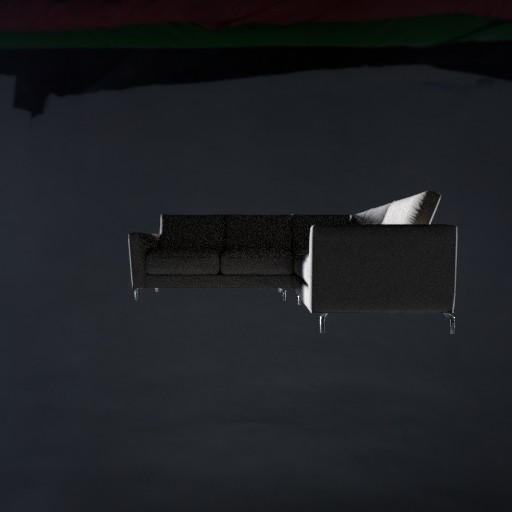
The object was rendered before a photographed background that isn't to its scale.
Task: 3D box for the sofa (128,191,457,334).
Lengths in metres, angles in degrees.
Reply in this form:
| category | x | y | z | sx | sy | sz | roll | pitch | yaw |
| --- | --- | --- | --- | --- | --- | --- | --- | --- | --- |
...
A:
| category | x | y | z | sx | sy | sz | roll | pitch | yaw |
| --- | --- | --- | --- | --- | --- | --- | --- | --- | --- |
| sofa | 0.000 | 0.000 | 3.794 | 2.438 | 0.864 | 2.438 | 0 | 1 | 1 |
